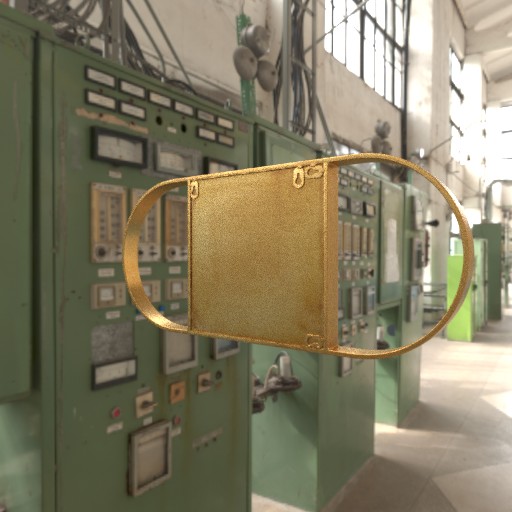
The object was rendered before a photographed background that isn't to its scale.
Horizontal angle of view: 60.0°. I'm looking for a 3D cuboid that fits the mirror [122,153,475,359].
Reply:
[{"bbox_3d":[0.000,0.000,0.657,0.584,0.254,0.032,0,0,36],"label":"mirror"}]
